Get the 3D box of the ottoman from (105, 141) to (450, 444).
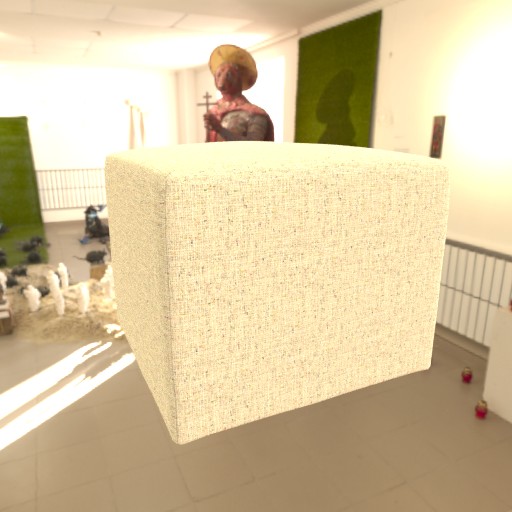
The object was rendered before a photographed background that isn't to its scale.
[{"bbox_3d":[0.000,0.000,0.912,0.512,0.453,0.521,-8,17,-25],"label":"ottoman"}]
